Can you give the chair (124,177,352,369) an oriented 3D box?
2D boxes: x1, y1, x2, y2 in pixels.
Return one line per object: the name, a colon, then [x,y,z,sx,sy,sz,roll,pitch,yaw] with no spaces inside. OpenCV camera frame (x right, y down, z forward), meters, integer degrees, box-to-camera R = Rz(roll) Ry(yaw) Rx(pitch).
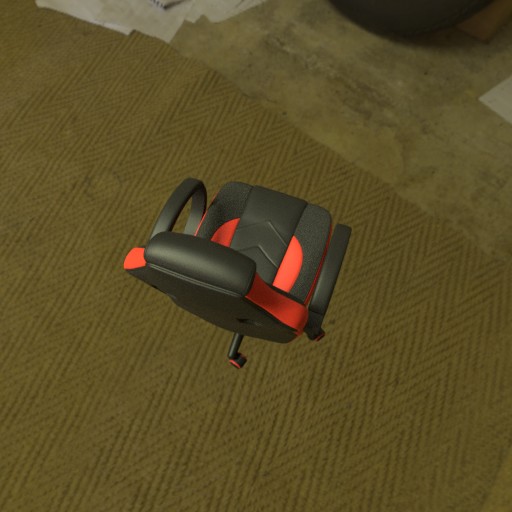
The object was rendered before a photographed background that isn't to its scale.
chair: [0.000,0.000,1.401,0.600,1.016,0.642,18,65,9]
